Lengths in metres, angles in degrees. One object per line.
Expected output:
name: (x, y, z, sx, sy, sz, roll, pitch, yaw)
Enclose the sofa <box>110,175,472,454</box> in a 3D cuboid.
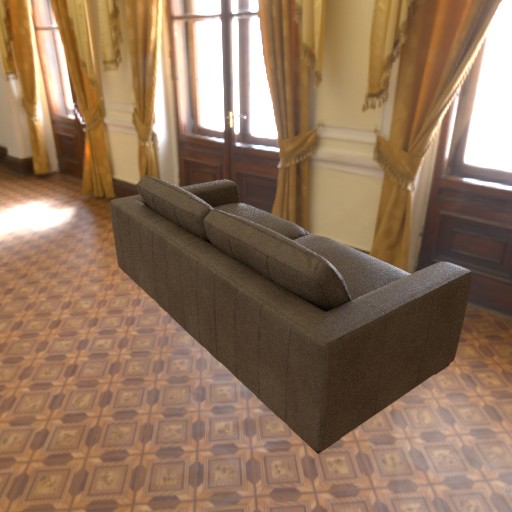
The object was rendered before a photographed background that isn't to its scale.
sofa: (0.000, 0.000, 2.804, 1.070, 0.801, 2.262, -17, 30, -33)
